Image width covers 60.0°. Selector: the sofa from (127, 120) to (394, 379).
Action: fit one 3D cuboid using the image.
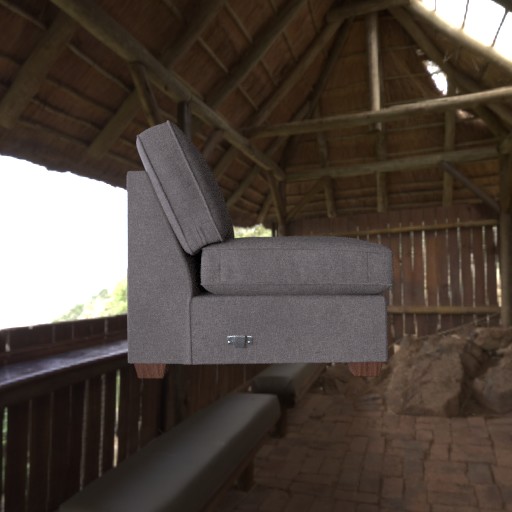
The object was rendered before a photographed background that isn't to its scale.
[{"bbox_3d":[0.000,0.000,2.603,1.027,0.973,1.962,0,-1,-1],"label":"sofa"}]
